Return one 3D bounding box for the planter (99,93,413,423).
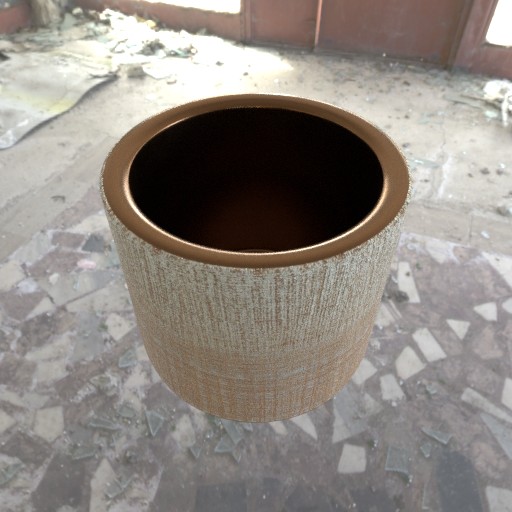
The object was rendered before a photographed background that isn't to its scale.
[{"bbox_3d":[0.000,0.000,0.188,0.109,0.096,0.109,0,45,0],"label":"planter"}]
